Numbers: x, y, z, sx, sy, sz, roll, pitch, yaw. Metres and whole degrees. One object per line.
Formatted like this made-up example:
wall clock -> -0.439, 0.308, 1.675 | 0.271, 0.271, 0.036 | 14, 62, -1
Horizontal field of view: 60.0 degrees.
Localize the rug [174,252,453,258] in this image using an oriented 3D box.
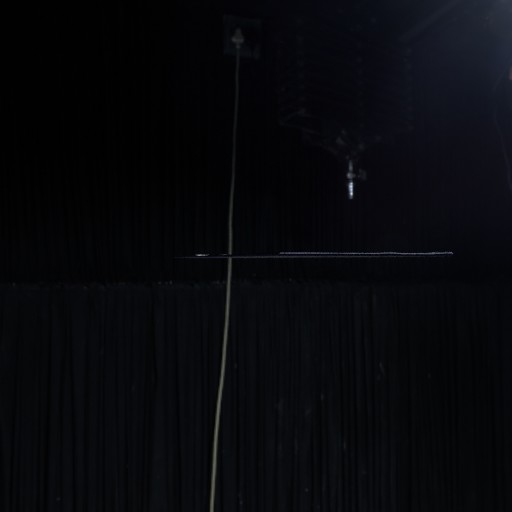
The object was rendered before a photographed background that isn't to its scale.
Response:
rug -> 0.000, 0.000, 2.416 | 0.602, 0.016, 2.283 | 0, 0, -18
